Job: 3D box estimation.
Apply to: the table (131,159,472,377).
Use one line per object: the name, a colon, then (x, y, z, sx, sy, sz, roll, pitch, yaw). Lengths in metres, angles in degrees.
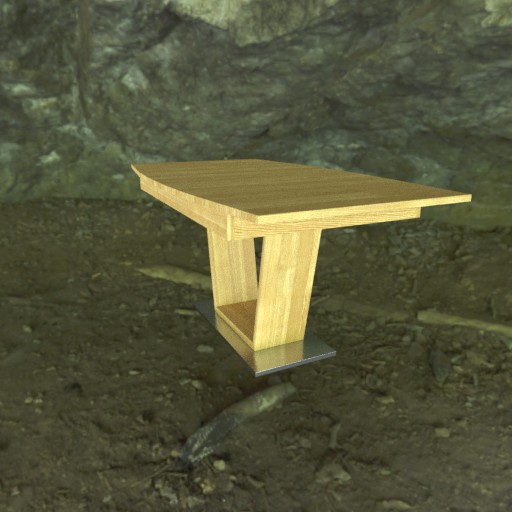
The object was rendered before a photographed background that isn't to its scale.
table: (0.000, 0.000, 2.067, 0.900, 0.748, 1.598, -8, 19, -25)
